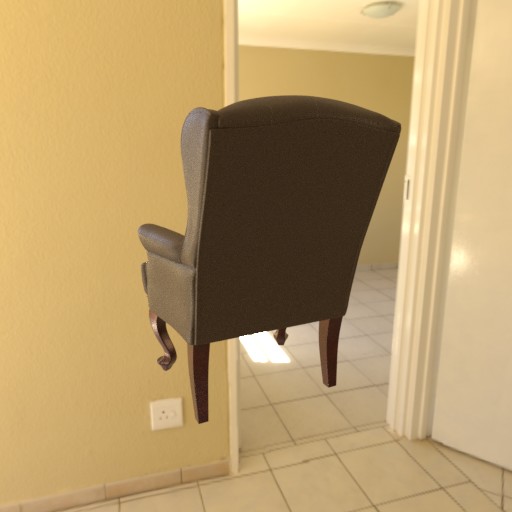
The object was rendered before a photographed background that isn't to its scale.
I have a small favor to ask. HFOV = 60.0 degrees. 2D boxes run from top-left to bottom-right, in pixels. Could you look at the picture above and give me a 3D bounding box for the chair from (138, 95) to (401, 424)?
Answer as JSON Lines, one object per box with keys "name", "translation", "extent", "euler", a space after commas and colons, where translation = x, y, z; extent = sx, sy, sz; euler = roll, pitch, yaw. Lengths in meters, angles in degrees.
{"name": "chair", "translation": [0.000, 0.000, 1.749], "extent": [0.829, 1.132, 0.819], "euler": [-7, 15, -26]}
